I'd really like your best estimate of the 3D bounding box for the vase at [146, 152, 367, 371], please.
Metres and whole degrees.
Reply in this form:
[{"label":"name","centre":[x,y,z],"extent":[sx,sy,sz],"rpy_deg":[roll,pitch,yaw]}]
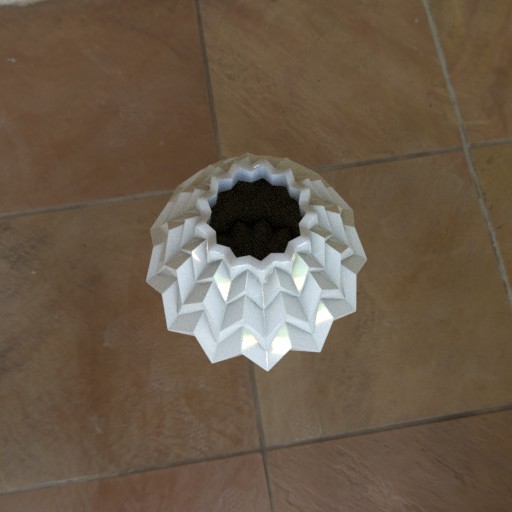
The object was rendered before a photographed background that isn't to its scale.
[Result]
[{"label":"vase","centre":[0.000,0.000,0.320],"extent":[0.164,0.185,0.164],"rpy_deg":[0,76,0]}]
